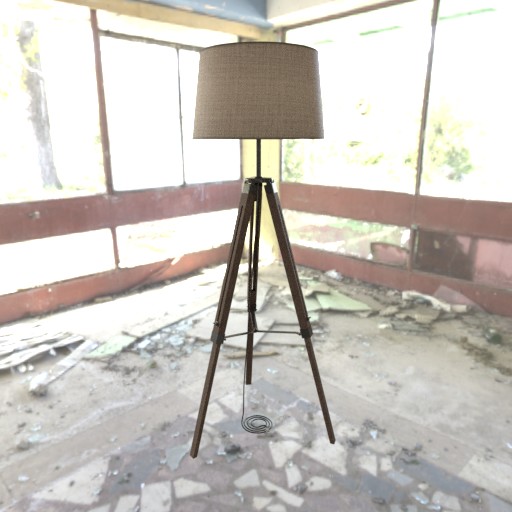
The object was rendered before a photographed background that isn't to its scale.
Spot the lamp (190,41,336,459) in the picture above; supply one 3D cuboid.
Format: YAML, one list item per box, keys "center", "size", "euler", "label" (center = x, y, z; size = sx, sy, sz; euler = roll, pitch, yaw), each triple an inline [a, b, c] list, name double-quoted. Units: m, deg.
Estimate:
- center: [0.000, 0.000, 1.814]
  size: [0.604, 1.510, 0.587]
  euler: [-2, 15, -9]
  label: "lamp"
